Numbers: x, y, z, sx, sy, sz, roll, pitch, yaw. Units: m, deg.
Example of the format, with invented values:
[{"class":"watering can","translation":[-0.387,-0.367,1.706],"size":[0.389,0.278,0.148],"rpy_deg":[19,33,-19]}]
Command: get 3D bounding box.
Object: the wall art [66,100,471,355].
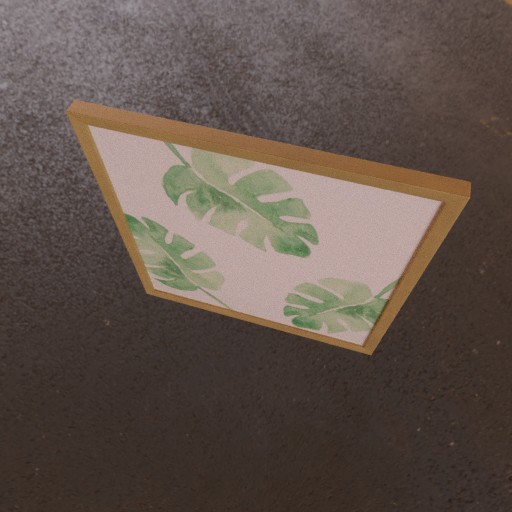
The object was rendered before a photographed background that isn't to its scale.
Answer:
[{"class":"wall art","translation":[0.000,0.000,1.135],"size":[0.763,0.763,0.037],"rpy_deg":[14,59,9]}]
